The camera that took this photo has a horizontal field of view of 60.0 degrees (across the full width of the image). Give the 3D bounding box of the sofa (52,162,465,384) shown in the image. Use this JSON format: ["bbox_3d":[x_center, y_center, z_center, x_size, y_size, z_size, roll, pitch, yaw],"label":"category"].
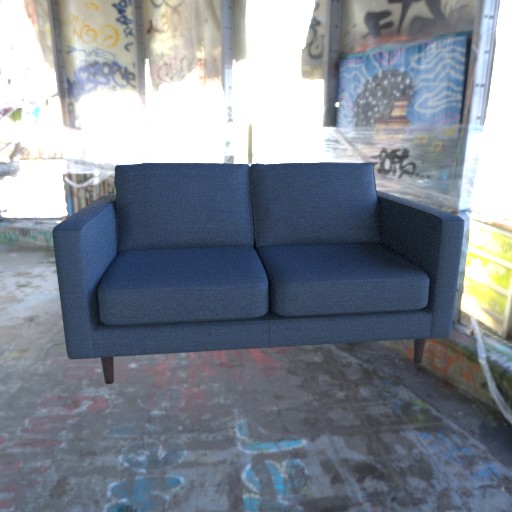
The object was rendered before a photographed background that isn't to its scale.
[{"bbox_3d":[0.000,0.000,2.253,1.659,0.907,0.999,-2,15,-7],"label":"sofa"}]
